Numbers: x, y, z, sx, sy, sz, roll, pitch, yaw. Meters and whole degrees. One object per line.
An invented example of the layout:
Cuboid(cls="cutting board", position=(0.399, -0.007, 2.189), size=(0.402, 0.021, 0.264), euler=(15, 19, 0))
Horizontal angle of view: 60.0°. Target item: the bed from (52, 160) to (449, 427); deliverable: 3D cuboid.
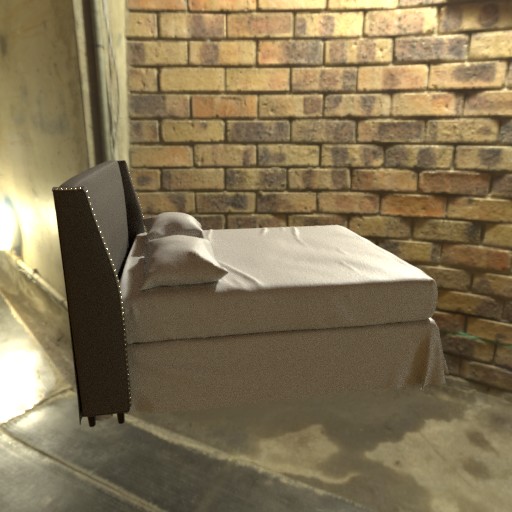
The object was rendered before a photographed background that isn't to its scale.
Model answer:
Cuboid(cls="bed", position=(0.000, 0.000, 3.298), size=(2.276, 1.332, 1.925), euler=(-3, 16, -10))
